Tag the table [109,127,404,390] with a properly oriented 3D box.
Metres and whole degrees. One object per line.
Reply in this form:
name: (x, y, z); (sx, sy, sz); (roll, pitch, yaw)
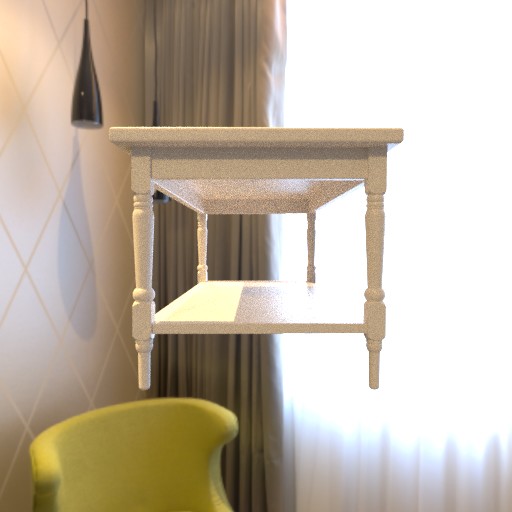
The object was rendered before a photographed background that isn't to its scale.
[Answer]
table: (0.000, 0.000, 1.384); (0.550, 0.510, 1.107); (0, 1, 0)
